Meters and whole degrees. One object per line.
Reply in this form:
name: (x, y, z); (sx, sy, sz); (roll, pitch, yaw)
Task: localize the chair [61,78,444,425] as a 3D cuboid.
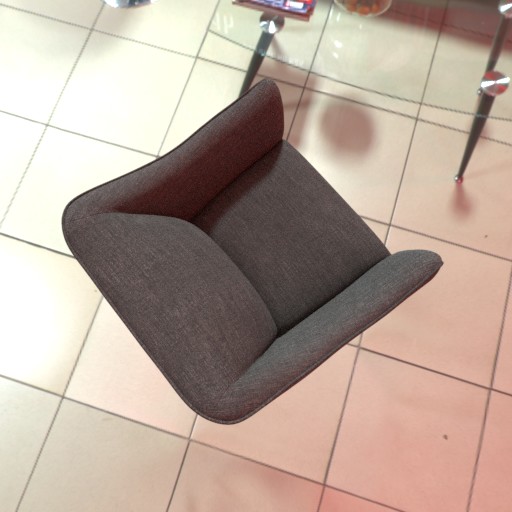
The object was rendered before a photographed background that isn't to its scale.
chair: (0.000, 0.000, 1.551); (0.851, 0.829, 0.870); (-39, 79, -9)
